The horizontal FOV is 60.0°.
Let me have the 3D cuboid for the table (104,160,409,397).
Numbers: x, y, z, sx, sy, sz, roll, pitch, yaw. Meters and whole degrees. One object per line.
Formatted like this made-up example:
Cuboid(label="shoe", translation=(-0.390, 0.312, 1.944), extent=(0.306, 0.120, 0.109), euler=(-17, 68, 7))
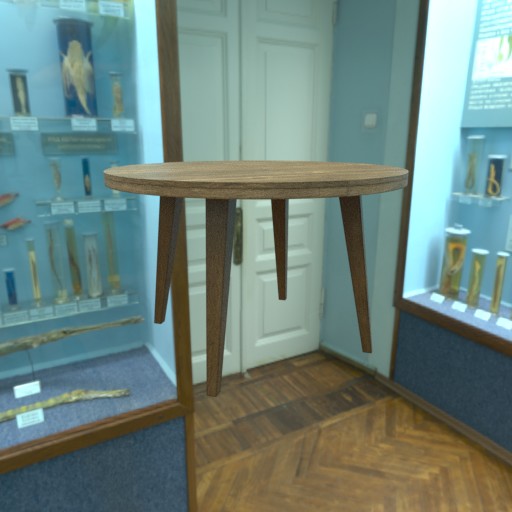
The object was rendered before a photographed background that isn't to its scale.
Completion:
Cuboid(label="table", translation=(0.000, 0.000, 1.957), extent=(1.213, 0.764, 1.213), euler=(0, 15, 0))
